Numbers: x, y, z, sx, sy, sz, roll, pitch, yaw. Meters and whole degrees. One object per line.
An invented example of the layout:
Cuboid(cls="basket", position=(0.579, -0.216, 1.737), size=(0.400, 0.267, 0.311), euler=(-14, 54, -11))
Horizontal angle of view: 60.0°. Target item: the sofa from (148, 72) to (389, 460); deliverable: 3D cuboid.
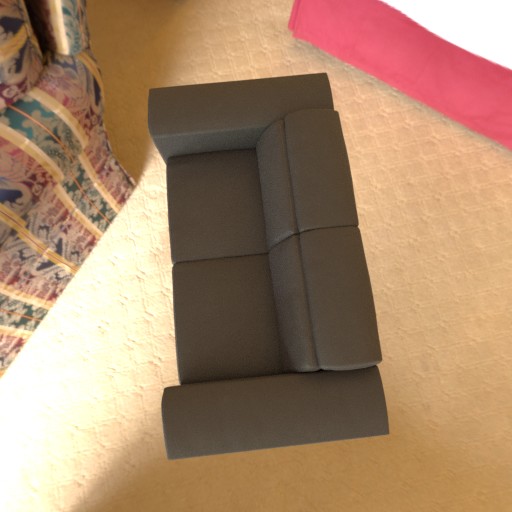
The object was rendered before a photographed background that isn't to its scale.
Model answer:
Cuboid(cls="sofa", position=(0.000, 0.000, 2.391), size=(1.003, 0.779, 1.895), euler=(-6, 75, -2))
